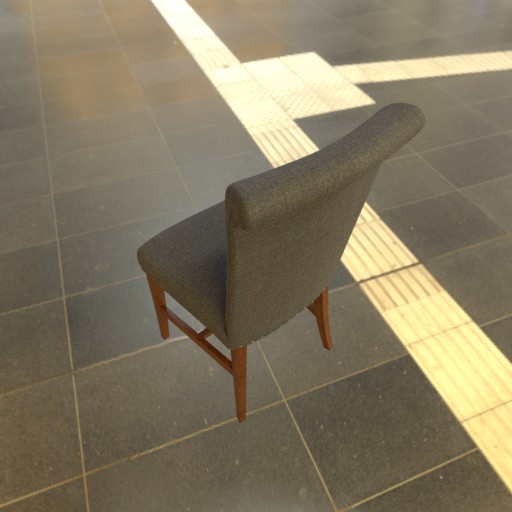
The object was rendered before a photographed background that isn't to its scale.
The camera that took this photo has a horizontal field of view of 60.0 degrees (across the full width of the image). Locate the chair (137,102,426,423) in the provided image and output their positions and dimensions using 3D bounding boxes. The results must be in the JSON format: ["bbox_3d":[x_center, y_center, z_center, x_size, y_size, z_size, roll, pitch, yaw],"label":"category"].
[{"bbox_3d":[0.000,0.000,1.327,0.513,0.988,0.608,-32,53,-27],"label":"chair"}]
